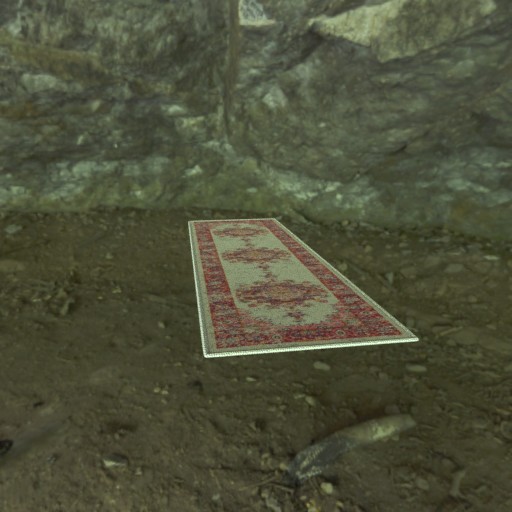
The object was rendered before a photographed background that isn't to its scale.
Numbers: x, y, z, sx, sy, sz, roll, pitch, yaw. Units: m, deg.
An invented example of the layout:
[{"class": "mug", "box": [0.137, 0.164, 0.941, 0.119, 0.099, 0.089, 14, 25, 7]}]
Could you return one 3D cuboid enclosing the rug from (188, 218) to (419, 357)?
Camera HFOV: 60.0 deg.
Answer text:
[{"class": "rug", "box": [0.000, 0.000, 1.978, 0.562, 0.009, 1.824, -2, 15, -9]}]
